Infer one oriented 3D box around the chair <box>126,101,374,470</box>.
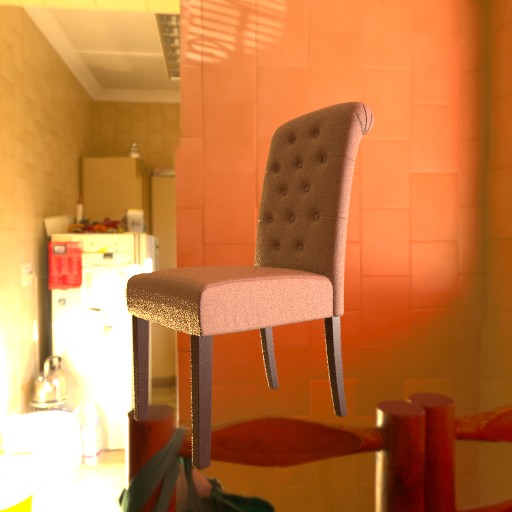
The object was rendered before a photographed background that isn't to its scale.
[{"bbox_3d":[0.000,0.000,1.397,0.671,1.006,0.456,-1,2,-37],"label":"chair"}]
